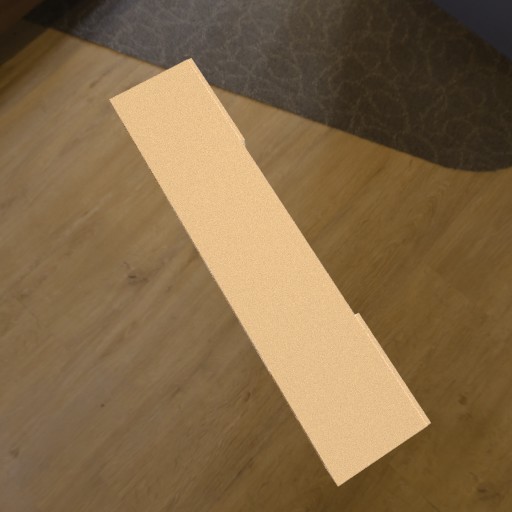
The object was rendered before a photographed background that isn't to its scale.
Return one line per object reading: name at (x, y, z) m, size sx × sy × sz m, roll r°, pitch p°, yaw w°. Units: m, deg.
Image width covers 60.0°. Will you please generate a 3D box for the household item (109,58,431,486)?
household item at (0.000, 0.000, 1.974) m, size 0.420 × 0.310 × 1.850 m, roll -30°, pitch 78°, yaw -7°
